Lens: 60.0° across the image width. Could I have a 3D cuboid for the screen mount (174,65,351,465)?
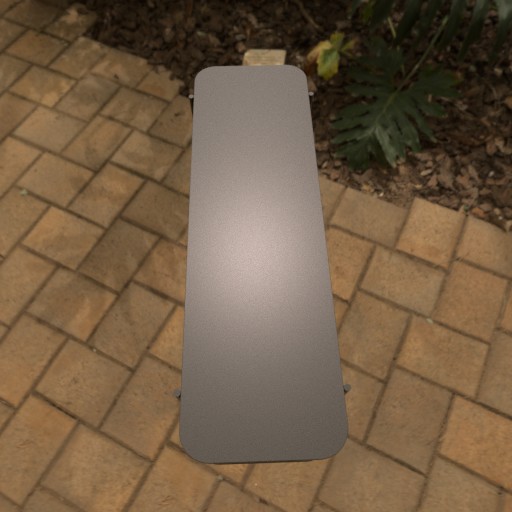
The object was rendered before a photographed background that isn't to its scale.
[{"bbox_3d":[0.000,0.000,1.402,0.400,0.447,1.200,-2,63,-1],"label":"screen mount"}]
